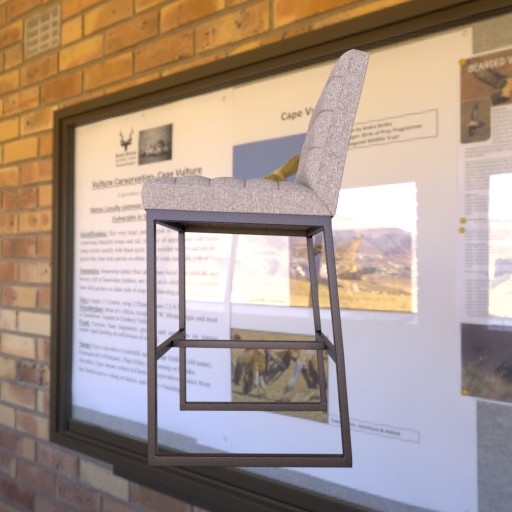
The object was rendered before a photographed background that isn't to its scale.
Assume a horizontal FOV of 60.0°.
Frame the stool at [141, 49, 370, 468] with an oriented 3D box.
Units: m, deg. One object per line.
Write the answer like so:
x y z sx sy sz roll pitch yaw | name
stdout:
0.000 0.000 1.303 0.571 1.034 0.459 0 -1 1 | stool
